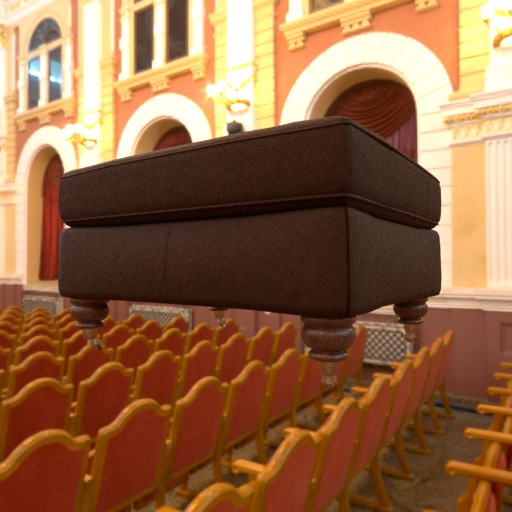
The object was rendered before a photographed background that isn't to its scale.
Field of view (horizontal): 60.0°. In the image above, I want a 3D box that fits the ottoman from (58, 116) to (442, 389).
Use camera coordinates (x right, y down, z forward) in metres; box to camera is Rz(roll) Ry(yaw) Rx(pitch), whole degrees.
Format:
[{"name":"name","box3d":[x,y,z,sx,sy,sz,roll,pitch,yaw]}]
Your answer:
[{"name":"ottoman","box3d":[0.000,0.000,1.733,1.187,0.730,0.967,-1,-1,35]}]
